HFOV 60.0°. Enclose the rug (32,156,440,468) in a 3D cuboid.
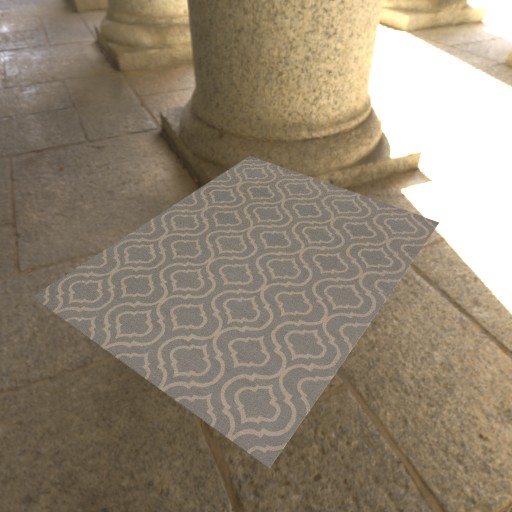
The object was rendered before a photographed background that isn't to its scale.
[{"bbox_3d":[0.000,0.000,3.892,2.283,0.006,2.892,25,46,27],"label":"rug"}]
